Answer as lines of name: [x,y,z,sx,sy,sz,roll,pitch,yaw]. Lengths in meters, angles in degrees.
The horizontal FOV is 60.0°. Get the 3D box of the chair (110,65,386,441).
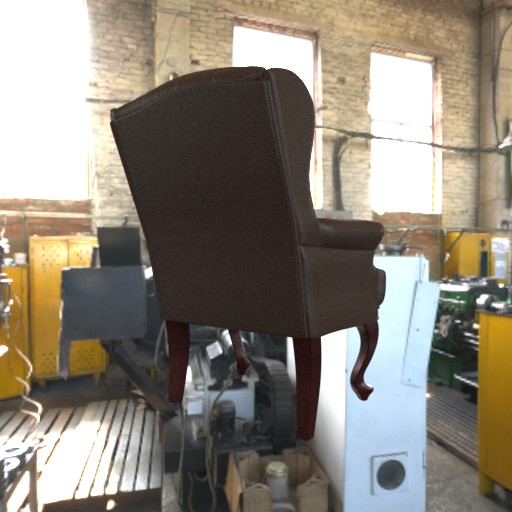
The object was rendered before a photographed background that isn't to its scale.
chair: [0.000,0.000,1.653,0.829,1.132,0.819,1,1,35]
